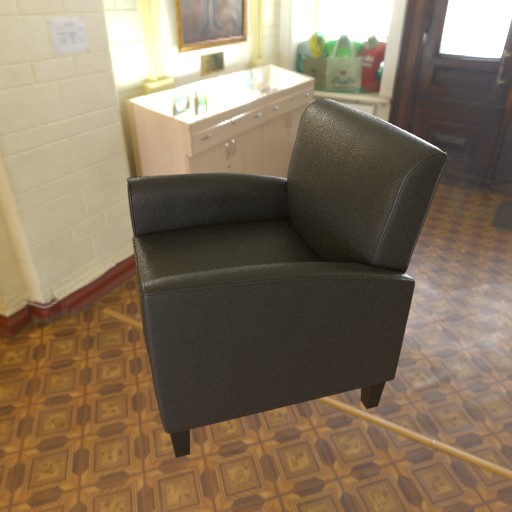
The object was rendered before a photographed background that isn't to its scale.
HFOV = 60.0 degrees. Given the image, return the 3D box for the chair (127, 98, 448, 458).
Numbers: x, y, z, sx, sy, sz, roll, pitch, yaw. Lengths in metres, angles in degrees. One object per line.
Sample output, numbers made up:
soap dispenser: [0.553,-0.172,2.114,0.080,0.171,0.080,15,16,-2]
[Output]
chair: [0.000,0.000,1.552,0.819,0.916,0.820,-9,31,-14]
